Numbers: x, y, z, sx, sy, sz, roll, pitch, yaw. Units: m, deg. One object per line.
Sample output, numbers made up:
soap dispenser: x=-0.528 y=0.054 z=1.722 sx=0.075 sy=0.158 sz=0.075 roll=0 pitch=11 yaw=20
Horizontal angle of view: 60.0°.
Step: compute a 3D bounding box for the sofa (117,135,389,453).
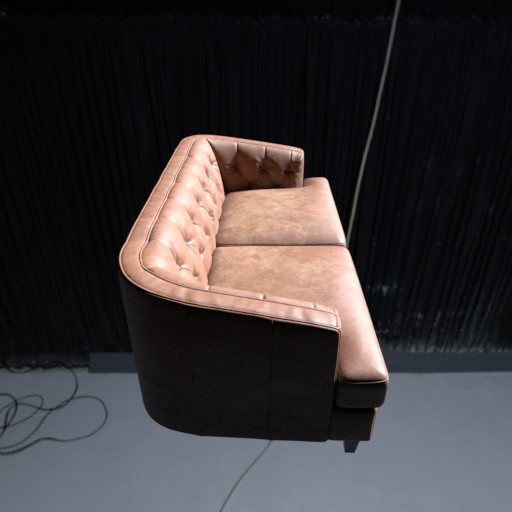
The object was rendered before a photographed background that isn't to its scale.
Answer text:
sofa: x=0.000 y=0.000 z=2.205 sx=0.914 sy=0.786 sz=1.755 roll=1 pitch=31 yaw=1
